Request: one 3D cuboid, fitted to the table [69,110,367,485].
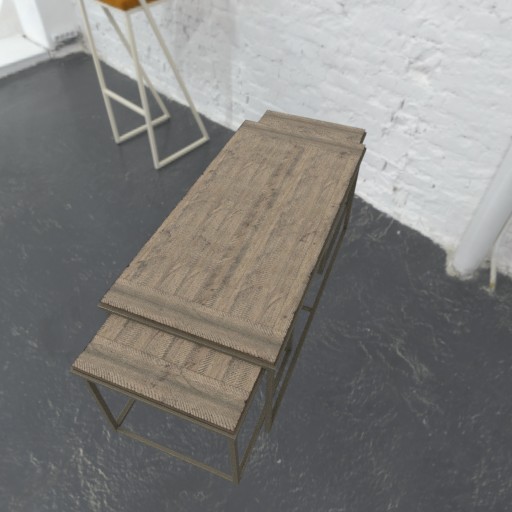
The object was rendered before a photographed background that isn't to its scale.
[{"bbox_3d":[0.000,0.000,1.535,0.489,0.427,1.312,16,49,15],"label":"table"}]
